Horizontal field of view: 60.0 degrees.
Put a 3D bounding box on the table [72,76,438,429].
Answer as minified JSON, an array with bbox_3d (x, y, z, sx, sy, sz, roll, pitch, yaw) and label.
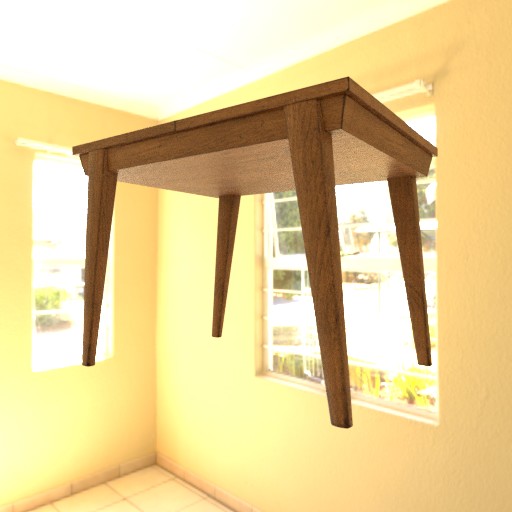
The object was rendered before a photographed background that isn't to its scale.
[{"bbox_3d":[0.000,0.000,1.546,1.027,0.760,0.757,0,0,36],"label":"table"}]
